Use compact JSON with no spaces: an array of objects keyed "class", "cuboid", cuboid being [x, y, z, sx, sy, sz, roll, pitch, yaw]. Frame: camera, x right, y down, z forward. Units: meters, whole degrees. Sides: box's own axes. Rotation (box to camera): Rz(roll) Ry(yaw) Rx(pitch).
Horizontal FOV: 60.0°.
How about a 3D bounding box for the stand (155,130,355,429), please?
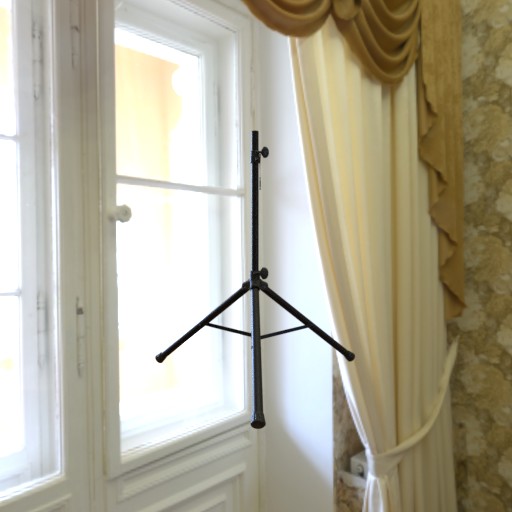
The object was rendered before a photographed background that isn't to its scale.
[{"class":"stand","cuboid":[0.000,0.000,1.895,1.045,1.136,0.907,0,2,0]}]
